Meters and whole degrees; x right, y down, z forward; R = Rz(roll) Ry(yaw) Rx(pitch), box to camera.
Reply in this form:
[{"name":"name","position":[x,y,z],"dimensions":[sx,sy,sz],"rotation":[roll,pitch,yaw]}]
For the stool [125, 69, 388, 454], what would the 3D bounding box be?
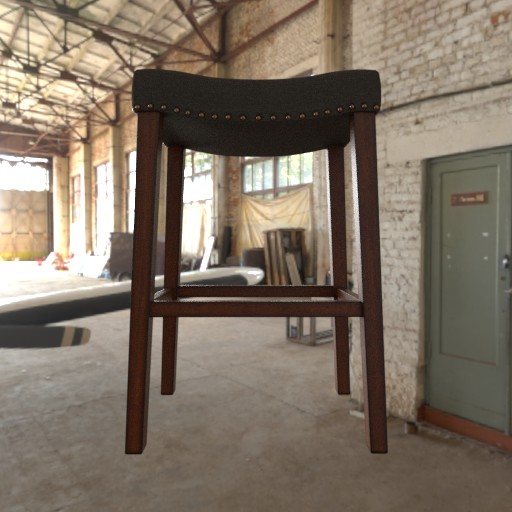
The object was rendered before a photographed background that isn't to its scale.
[{"name":"stool","position":[0.000,0.000,1.016],"dimensions":[0.502,0.748,0.366],"rotation":[0,2,0]}]
